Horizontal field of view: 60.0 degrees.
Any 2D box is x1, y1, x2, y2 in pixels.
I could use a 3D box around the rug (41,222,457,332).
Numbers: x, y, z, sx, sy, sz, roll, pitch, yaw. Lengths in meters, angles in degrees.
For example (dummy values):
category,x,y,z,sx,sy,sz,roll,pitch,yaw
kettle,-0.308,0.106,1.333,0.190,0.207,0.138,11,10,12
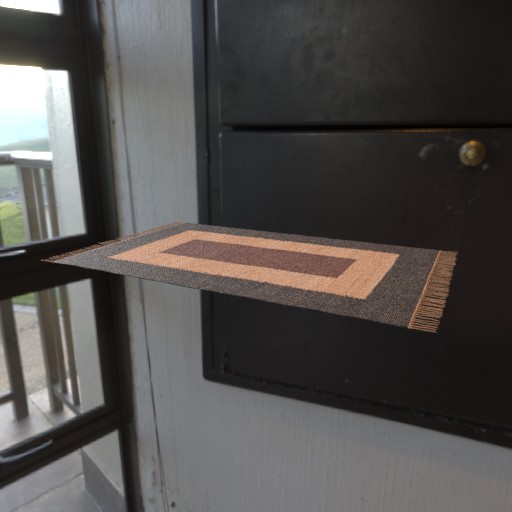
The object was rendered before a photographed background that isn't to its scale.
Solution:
category,x,y,z,sx,sy,sz,roll,pitch,yaw
rug,0.000,0.000,1.891,1.541,0.013,0.920,8,17,26
